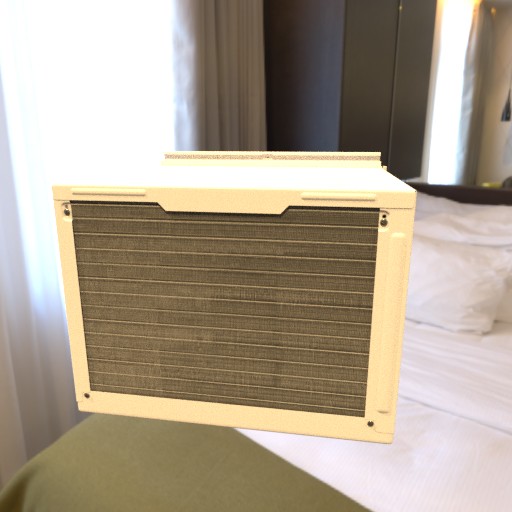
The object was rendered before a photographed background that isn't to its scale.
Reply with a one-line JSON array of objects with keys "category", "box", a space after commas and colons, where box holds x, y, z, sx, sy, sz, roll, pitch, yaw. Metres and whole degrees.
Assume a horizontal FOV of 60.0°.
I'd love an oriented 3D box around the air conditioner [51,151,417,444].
[{"category": "air conditioner", "box": [0.000, 0.000, 0.870, 0.503, 0.388, 0.546, 2, 15, 9]}]
